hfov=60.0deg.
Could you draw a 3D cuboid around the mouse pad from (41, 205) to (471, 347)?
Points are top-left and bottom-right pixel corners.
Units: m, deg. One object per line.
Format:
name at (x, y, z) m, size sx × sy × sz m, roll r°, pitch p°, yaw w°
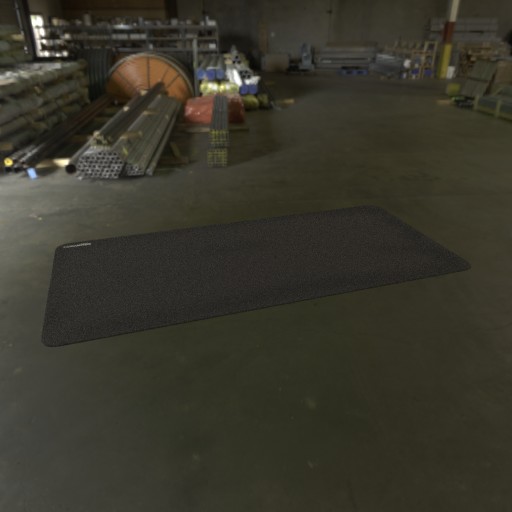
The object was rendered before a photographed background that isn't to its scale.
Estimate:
mouse pad at (0.000, 0.000, 1.048) m, size 0.907 × 0.003 × 0.424 m, roll -9°, pitch 29°, yaw -16°
